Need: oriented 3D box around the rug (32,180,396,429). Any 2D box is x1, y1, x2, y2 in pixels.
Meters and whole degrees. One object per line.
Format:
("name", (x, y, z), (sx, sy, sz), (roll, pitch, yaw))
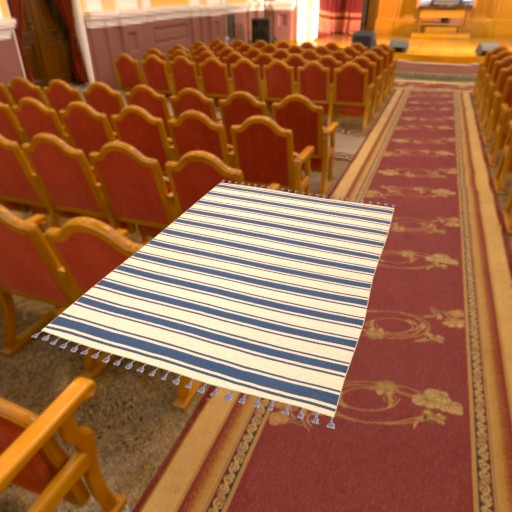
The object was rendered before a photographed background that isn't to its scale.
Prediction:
("rug", (0.000, 0.000, 2.902), (1.544, 0.010, 2.315), (11, 33, 18))
